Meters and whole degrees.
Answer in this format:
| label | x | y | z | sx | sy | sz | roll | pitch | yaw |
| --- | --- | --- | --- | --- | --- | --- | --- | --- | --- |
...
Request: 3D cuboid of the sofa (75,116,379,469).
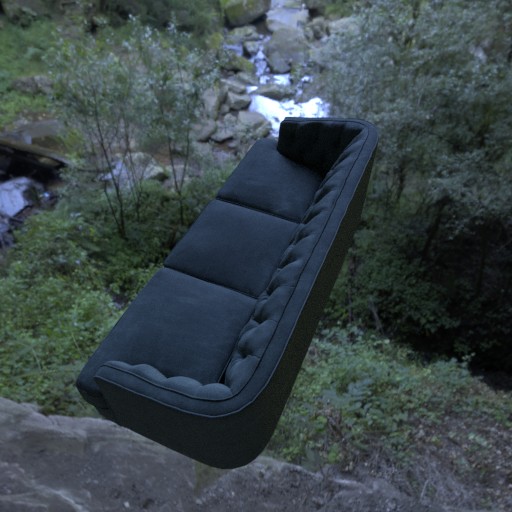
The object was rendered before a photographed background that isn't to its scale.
| label | x | y | z | sx | sy | sz | roll | pitch | yaw |
| --- | --- | --- | --- | --- | --- | --- | --- | --- | --- |
| sofa | 0.000 | 0.000 | 2.677 | 0.941 | 0.855 | 2.278 | 18 | 50 | 16 |
